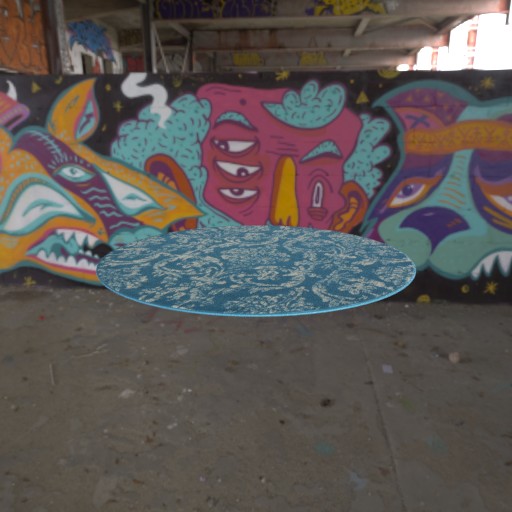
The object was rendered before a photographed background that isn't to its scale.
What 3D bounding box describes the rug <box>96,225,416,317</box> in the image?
[{"bbox_3d":[0.000,0.000,2.337,1.593,0.012,1.593,0,15,0],"label":"rug"}]
